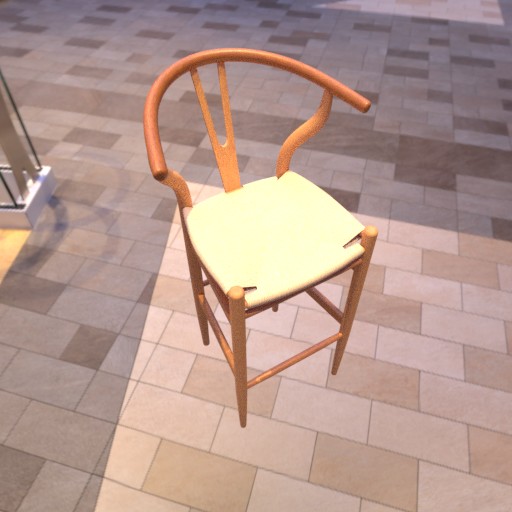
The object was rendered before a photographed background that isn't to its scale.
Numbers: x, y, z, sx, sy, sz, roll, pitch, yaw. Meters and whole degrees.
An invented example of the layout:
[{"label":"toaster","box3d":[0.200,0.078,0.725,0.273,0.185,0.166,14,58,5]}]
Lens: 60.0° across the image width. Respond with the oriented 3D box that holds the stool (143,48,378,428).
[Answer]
[{"label":"stool","box3d":[0.000,0.000,1.386,0.574,1.068,0.561,-23,51,-20]}]
